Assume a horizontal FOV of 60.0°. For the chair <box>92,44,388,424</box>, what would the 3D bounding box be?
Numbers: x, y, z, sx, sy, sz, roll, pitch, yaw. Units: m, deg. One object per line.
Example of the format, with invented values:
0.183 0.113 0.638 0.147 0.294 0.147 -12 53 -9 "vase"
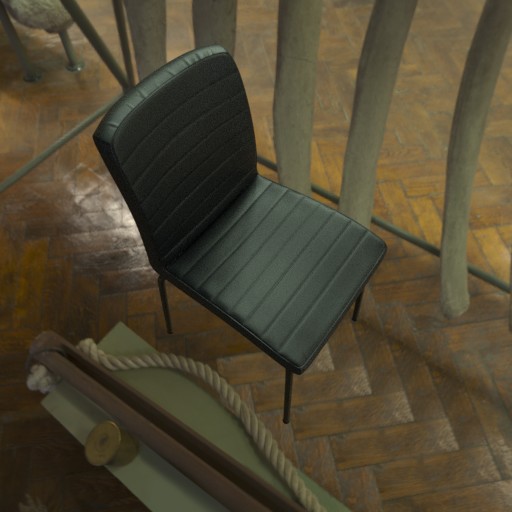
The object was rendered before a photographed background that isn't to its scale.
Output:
0.000 0.000 1.193 0.572 0.872 0.450 32 63 18 "chair"
